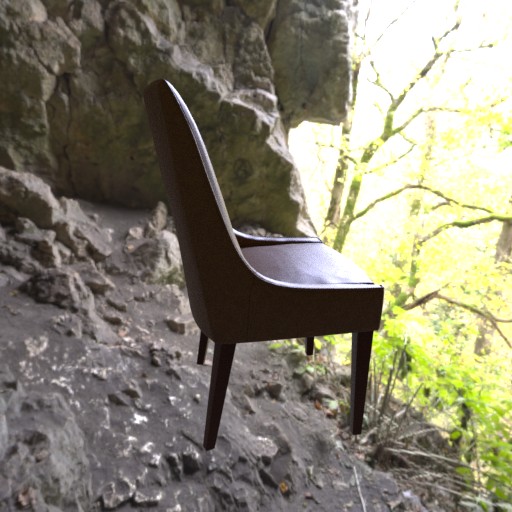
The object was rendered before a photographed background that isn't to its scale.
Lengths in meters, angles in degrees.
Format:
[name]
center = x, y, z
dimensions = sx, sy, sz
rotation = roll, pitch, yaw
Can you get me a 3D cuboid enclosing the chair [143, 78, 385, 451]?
[chair]
center = 0.000, 0.000, 1.208
dimensions = 0.544, 0.861, 0.529
rotation = -3, 15, -9
